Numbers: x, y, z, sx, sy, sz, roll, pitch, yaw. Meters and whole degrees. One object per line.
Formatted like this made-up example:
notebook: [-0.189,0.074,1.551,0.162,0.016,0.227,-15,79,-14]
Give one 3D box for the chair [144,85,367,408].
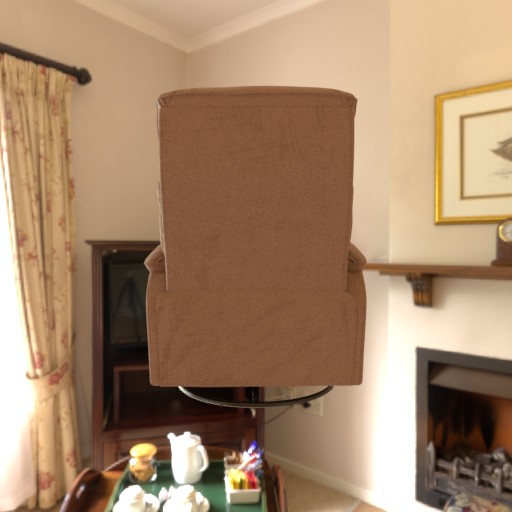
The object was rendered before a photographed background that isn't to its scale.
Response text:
chair: [0.000,0.000,1.776,0.820,1.037,1.004,0,1,0]
